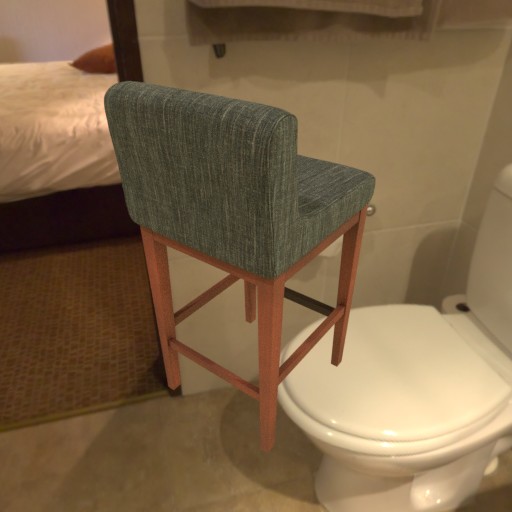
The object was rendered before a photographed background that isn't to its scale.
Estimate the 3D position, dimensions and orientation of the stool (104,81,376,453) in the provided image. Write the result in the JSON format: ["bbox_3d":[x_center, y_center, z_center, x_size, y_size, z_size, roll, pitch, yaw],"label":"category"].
[{"bbox_3d":[0.000,0.000,1.092,0.395,0.835,0.459,22,38,31],"label":"stool"}]
